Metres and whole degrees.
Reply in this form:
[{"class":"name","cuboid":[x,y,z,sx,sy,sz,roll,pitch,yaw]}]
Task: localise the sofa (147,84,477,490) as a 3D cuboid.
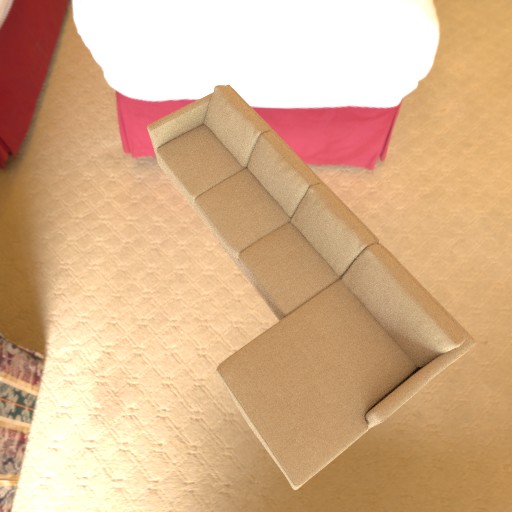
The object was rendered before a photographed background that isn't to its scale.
[{"class":"sofa","cuboid":[0.000,0.000,3.747,1.625,0.846,3.186,-33,68,-15]}]
